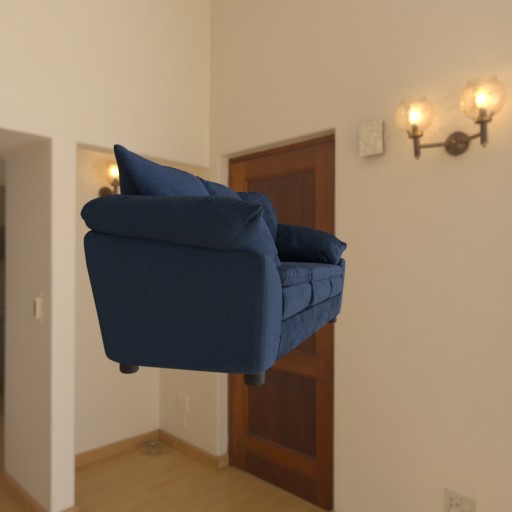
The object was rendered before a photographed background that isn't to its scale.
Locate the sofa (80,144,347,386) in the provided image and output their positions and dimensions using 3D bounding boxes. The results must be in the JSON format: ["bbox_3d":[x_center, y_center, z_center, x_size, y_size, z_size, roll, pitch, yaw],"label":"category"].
[{"bbox_3d":[0.000,0.000,2.881,0.907,1.091,2.390,0,0,19],"label":"sofa"}]
